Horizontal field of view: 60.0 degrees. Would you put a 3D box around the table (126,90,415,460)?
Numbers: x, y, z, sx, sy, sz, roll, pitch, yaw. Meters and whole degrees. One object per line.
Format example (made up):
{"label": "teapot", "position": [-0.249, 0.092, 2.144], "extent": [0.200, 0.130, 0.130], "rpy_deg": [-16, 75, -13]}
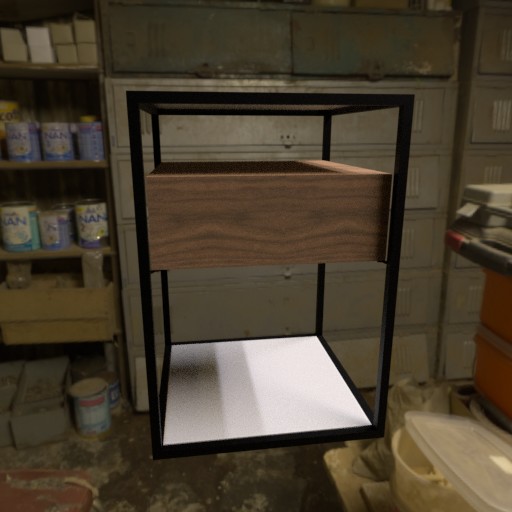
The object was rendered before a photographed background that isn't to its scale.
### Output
{"label": "table", "position": [0.000, 0.000, 0.822], "extent": [0.378, 0.540, 0.378], "rpy_deg": [-2, 16, -8]}
